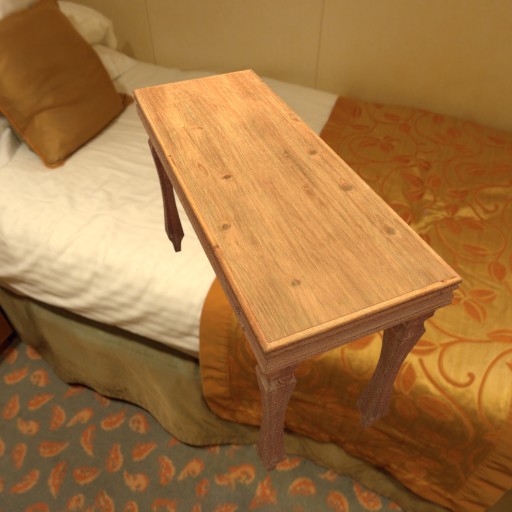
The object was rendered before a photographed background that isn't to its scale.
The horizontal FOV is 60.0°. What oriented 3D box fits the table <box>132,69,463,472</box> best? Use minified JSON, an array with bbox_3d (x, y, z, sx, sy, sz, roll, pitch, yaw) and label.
[{"bbox_3d":[0.000,0.000,1.734,0.522,0.873,1.330,-17,48,-16],"label":"table"}]
